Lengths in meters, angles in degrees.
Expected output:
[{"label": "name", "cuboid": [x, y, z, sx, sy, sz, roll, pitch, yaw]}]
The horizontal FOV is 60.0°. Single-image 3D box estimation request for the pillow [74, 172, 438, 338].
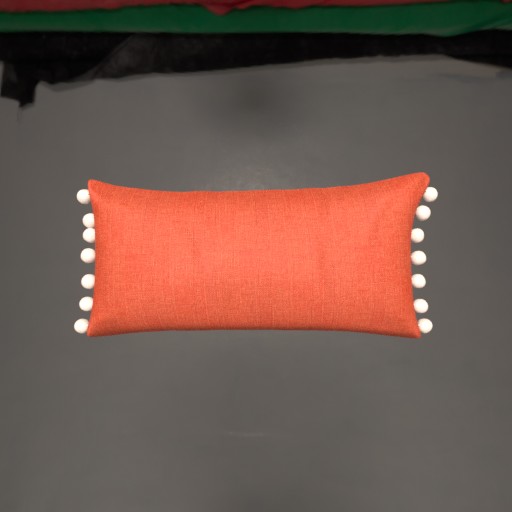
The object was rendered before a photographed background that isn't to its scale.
[{"label": "pillow", "cuboid": [0.000, 0.000, 0.854, 0.709, 0.322, 0.201, 0, 2, 0]}]
